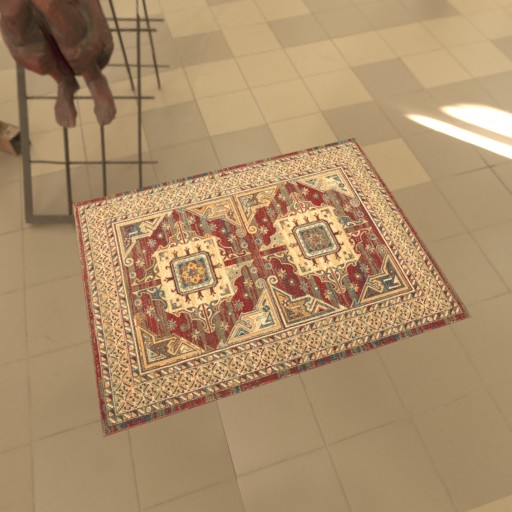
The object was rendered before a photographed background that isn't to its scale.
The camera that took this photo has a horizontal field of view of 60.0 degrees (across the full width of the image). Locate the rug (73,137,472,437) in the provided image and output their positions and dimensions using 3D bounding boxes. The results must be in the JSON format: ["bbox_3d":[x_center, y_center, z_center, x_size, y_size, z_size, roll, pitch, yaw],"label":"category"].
[{"bbox_3d":[0.000,0.000,4.226,3.197,0.013,2.381,-15,58,-10],"label":"rug"}]
